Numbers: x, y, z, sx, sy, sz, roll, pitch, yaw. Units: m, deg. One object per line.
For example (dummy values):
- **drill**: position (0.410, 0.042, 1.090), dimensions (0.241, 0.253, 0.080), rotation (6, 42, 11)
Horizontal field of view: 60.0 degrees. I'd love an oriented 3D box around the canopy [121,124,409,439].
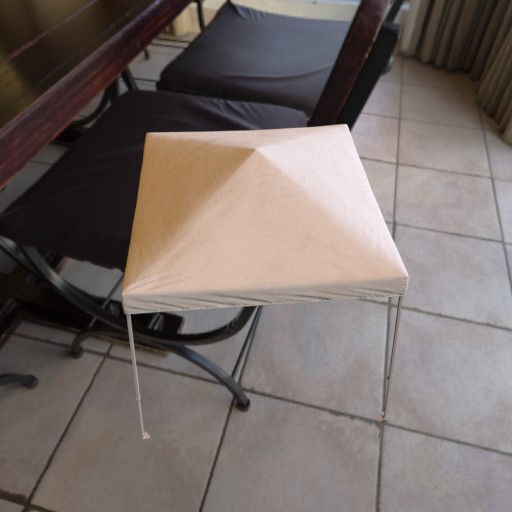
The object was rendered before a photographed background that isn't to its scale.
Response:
- **canopy**: position (0.000, 0.000, 5.043), dimensions (2.849, 2.849, 2.848), rotation (-3, 48, -3)
